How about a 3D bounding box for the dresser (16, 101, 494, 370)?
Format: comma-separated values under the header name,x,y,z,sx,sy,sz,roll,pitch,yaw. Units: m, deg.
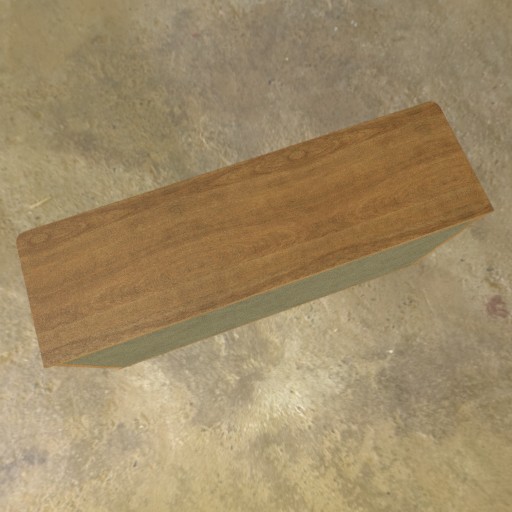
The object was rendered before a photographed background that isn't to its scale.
name,x,y,z,sx,sy,sz,roll,pitch,yaw
dresser,0.000,0.000,1.950,1.583,0.892,0.468,-19,76,-5
